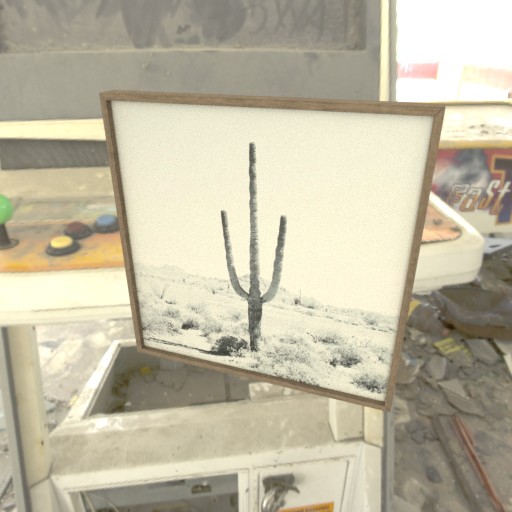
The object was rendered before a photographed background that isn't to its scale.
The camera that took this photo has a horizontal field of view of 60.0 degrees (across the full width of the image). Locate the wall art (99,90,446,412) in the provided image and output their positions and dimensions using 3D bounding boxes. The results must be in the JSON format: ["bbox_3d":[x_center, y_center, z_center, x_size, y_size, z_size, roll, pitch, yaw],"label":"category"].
[{"bbox_3d":[0.000,0.000,0.750,0.508,0.508,0.038,9,28,17],"label":"wall art"}]
